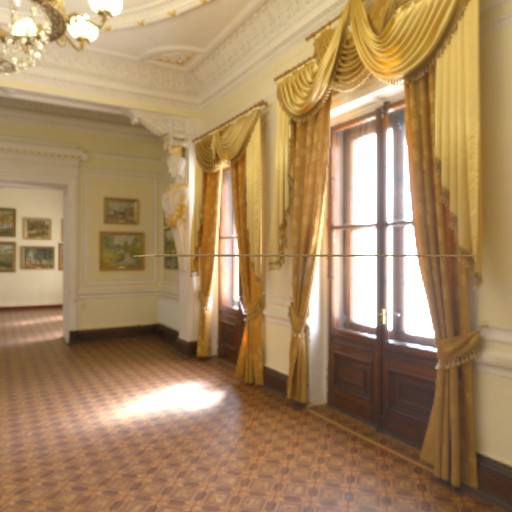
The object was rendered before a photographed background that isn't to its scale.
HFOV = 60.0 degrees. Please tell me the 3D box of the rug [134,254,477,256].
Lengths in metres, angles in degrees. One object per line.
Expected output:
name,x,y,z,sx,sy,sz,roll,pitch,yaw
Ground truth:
rug,0.000,0.000,2.973,1.522,0.008,2.284,0,0,-18
